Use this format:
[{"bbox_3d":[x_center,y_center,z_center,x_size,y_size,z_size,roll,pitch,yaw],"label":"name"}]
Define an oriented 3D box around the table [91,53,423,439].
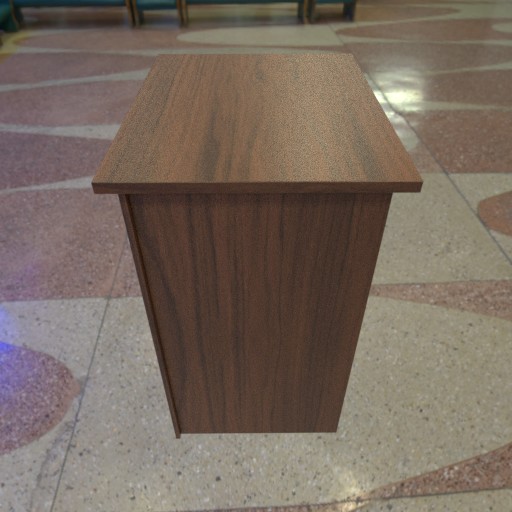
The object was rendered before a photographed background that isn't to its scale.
[{"bbox_3d":[0.000,0.000,0.896,0.381,0.636,0.480,0,41,0],"label":"table"}]
